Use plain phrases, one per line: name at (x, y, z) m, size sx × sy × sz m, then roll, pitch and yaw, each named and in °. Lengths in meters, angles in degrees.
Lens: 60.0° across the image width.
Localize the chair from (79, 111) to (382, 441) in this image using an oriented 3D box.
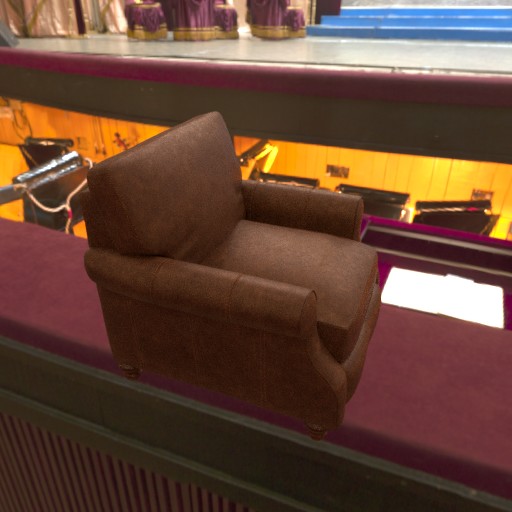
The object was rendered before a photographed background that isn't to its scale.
chair at (0.000, 0.000, 1.801) m, size 1.002 × 0.976 × 0.996 m, roll 11°, pitch 31°, yaw 19°
